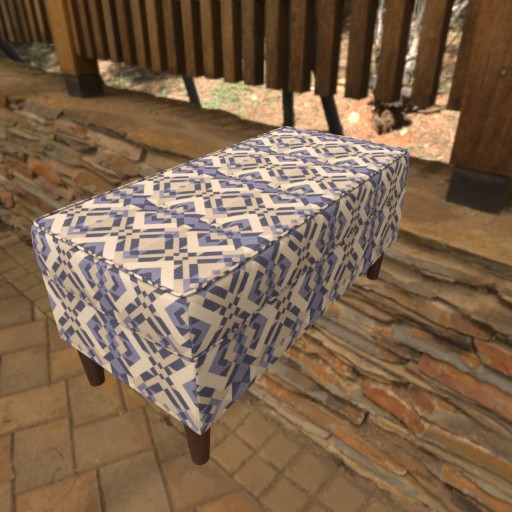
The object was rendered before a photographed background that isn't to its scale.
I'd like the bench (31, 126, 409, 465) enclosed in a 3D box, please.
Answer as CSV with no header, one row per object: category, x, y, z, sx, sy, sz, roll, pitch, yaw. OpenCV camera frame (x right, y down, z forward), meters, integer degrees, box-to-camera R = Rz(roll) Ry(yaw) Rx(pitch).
bench,0.000,0.000,1.277,0.492,0.477,1.016,21,36,31
